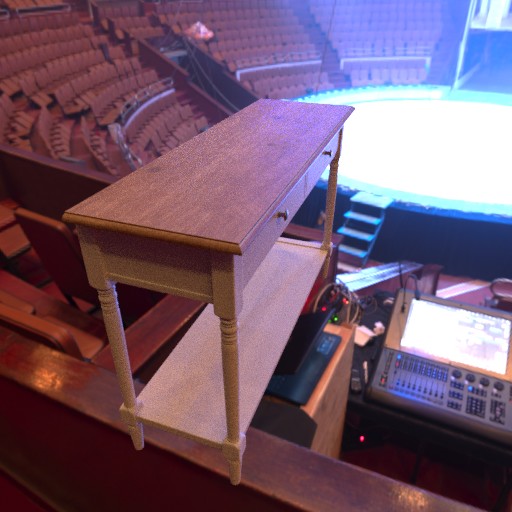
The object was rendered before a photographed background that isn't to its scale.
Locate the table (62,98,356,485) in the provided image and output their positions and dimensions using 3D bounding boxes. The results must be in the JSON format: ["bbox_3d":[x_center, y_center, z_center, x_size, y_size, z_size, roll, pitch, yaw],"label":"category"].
[{"bbox_3d":[0.000,0.000,1.541,0.399,0.800,1.219,11,32,17],"label":"table"}]
